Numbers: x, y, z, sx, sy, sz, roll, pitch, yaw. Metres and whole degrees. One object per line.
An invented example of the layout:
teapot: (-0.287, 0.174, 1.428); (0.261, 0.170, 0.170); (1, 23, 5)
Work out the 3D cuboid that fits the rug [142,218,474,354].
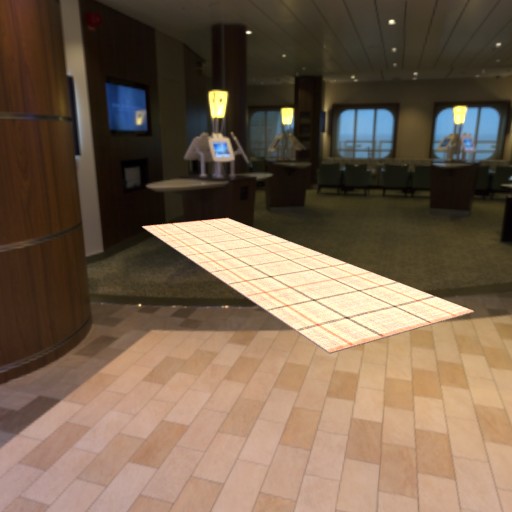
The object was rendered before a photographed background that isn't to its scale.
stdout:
rug: (0.000, 0.000, 2.725); (0.762, 0.008, 2.439); (-8, 17, -28)
